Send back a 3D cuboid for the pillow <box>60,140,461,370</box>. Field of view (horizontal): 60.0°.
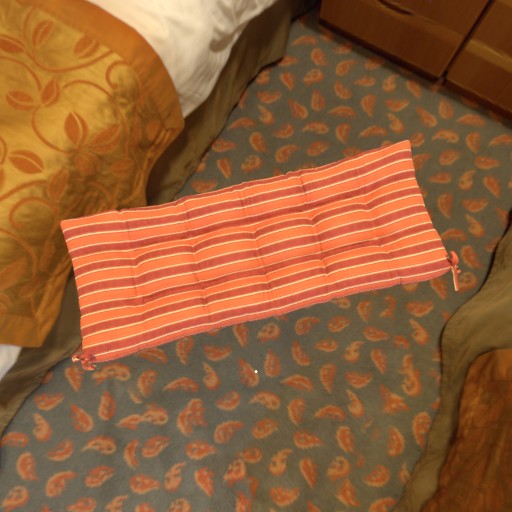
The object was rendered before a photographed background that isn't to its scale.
[{"bbox_3d":[0.000,0.000,1.348,1.194,0.174,0.511,-14,76,-4],"label":"pillow"}]
